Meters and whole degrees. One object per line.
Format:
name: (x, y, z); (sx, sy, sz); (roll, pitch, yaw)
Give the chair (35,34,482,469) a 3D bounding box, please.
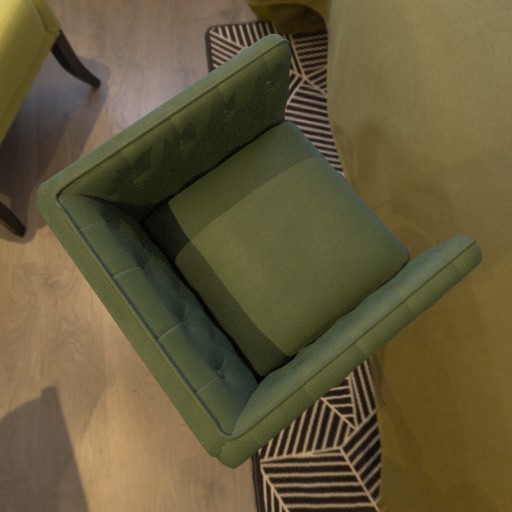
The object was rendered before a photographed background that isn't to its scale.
chair: (0.000, 0.000, 1.491); (0.855, 0.768, 0.917); (-37, 78, -9)
